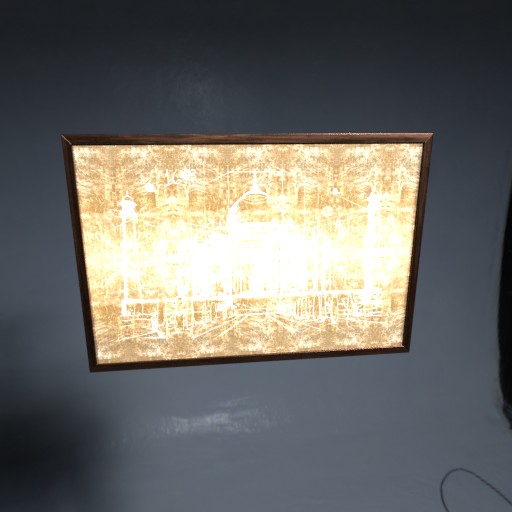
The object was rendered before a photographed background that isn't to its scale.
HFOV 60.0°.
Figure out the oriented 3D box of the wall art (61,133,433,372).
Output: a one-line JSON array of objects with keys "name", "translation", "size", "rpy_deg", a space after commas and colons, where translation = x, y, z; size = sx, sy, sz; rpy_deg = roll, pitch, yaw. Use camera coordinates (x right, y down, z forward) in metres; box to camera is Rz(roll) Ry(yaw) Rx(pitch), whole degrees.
[{"name": "wall art", "translation": [0.000, 0.000, 1.052], "size": [0.816, 0.559, 0.014], "rpy_deg": [-2, 17, -7]}]
